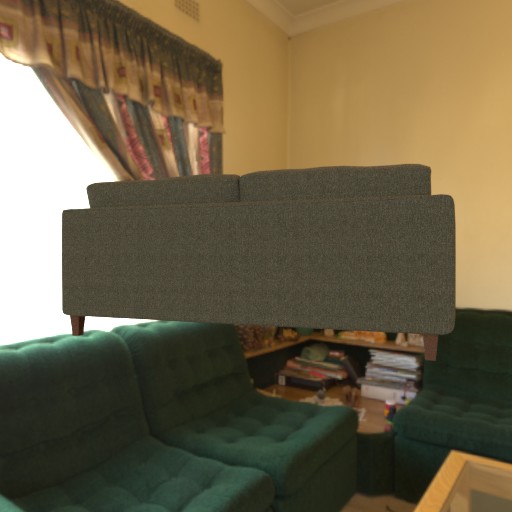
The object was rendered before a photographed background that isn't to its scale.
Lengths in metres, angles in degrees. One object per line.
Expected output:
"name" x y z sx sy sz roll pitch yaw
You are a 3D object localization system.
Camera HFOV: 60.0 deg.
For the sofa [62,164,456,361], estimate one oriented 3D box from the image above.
"sofa" 0.000 0.000 2.773 2.208 0.965 0.948 0 0 18
